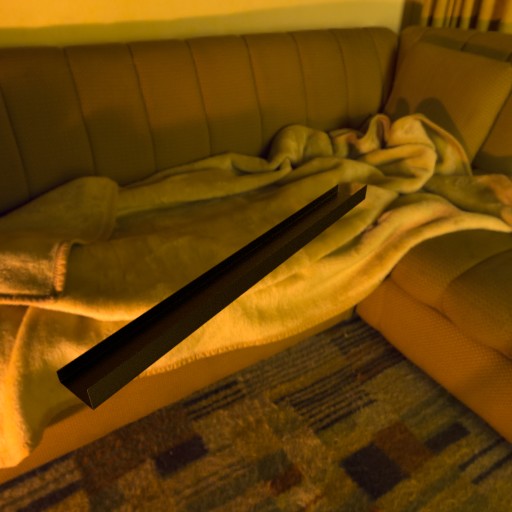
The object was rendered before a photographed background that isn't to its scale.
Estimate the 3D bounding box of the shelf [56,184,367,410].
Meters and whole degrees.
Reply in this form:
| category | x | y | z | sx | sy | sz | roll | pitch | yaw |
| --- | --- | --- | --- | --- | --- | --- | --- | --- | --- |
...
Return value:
| category | x | y | z | sx | sy | sz | roll | pitch | yaw |
| --- | --- | --- | --- | --- | --- | --- | --- | --- | --- |
| shelf | 0.000 | 0.000 | 0.987 | 0.092 | 0.049 | 0.924 | 22 | 39 | 31 |
